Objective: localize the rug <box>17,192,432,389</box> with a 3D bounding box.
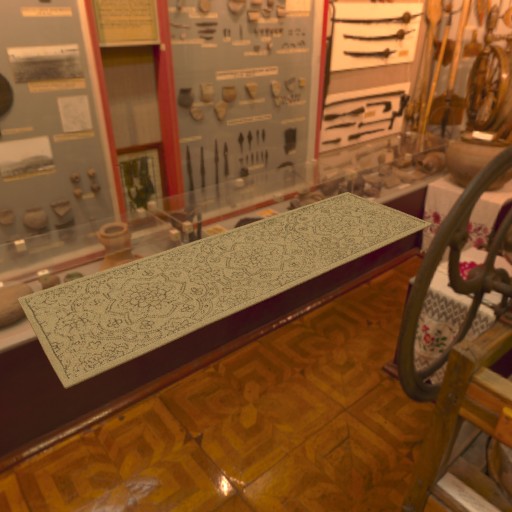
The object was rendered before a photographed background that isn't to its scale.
[{"bbox_3d":[0.000,0.000,2.615,2.448,0.012,0.769,-21,35,-32],"label":"rug"}]
